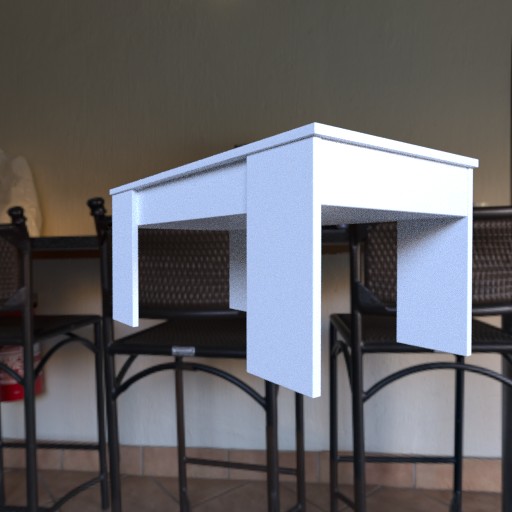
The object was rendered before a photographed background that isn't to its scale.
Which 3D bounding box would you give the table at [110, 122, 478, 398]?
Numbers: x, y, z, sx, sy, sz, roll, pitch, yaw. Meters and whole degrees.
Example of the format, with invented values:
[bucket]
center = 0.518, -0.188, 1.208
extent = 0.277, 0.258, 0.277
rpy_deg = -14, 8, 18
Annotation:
[table]
center = 0.000, 0.000, 1.249
extent = 0.500, 0.440, 1.000
rpy_deg = -1, 1, -36
